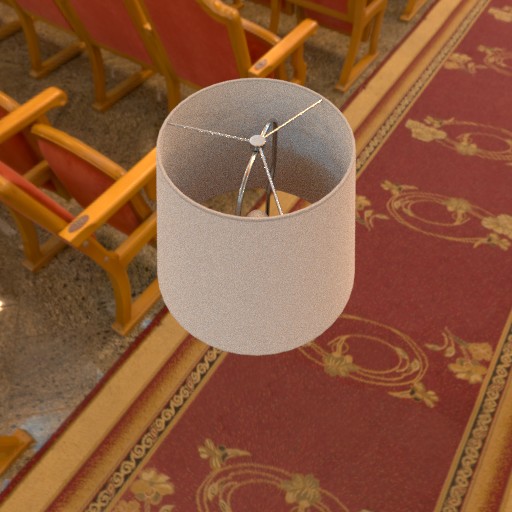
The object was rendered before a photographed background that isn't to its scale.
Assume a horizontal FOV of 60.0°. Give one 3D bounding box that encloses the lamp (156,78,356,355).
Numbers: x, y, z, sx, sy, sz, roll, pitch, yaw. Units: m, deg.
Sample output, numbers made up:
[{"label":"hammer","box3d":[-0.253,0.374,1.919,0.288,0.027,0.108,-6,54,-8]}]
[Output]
[{"label":"lamp","box3d":[0.000,0.000,0.565,0.254,0.392,0.254,0,58,0]}]
